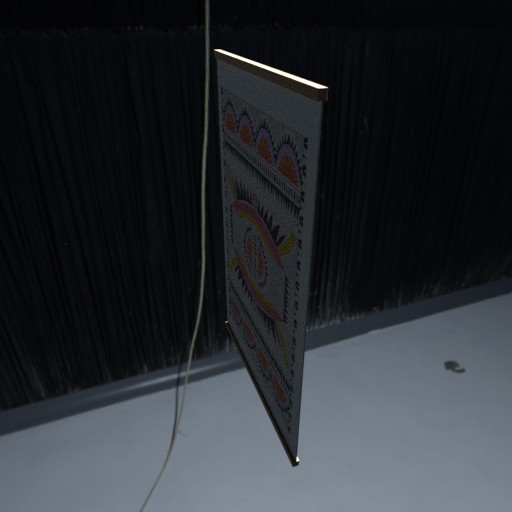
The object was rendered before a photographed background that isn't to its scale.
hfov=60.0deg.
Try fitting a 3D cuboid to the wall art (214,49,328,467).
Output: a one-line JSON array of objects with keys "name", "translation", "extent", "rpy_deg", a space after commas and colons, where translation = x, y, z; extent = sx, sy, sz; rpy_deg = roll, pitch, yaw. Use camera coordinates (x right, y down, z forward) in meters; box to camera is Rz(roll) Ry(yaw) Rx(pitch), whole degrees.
[{"name": "wall art", "translation": [0.000, 0.000, 1.912], "extent": [0.028, 1.533, 0.999], "rpy_deg": [-10, 32, -17]}]
